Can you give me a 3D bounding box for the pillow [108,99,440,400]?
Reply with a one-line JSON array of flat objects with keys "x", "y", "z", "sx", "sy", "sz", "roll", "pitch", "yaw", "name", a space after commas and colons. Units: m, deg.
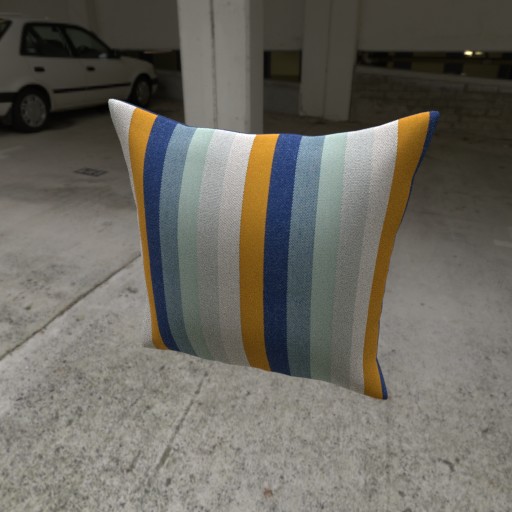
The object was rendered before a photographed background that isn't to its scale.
[{"x": 0.000, "y": 0.000, "z": 0.694, "sx": 0.463, "sy": 0.454, "sz": 0.173, "roll": 8, "pitch": 27, "yaw": 16, "name": "pillow"}]
